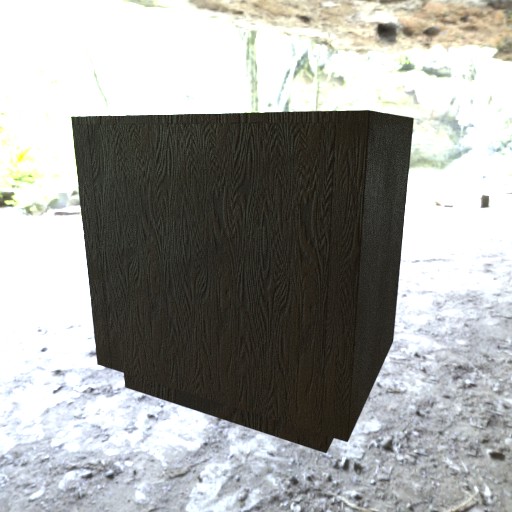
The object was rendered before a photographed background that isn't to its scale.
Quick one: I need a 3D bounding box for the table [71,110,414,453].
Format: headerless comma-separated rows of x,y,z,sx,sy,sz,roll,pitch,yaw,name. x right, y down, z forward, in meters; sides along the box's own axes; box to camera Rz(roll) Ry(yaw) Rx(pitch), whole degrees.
0.000,0.000,0.977,0.560,0.585,0.439,8,18,26,table
